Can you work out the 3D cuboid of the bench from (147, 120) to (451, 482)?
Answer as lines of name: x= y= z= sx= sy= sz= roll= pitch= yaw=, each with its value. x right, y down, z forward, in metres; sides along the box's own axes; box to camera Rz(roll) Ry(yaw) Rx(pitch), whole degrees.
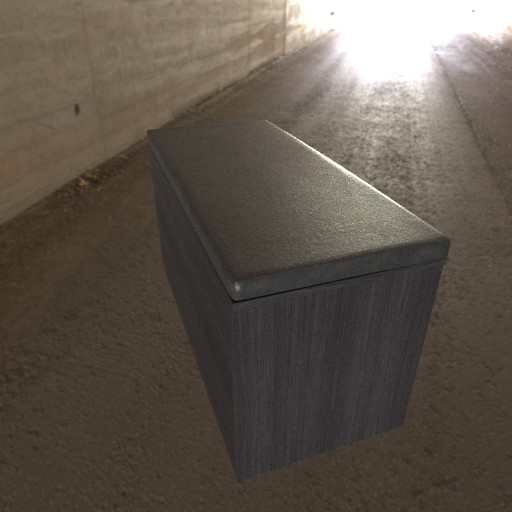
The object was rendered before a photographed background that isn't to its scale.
bench: x=0.000 y=0.000 z=1.197 sx=0.401 sy=0.501 sz=0.905 roll=-10 pitch=32 yaw=-17
